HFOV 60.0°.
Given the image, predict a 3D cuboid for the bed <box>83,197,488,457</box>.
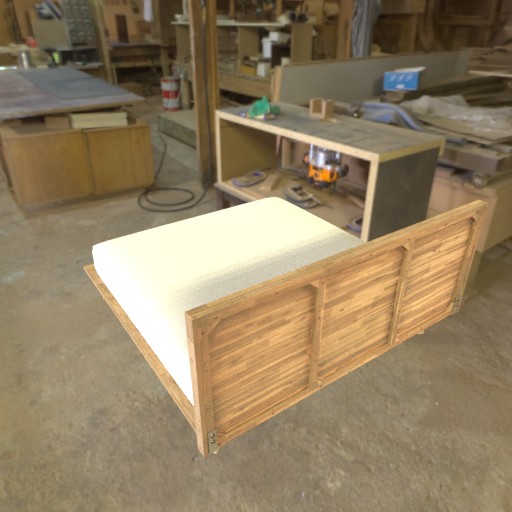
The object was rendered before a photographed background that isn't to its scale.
[{"bbox_3d":[0.000,0.000,3.341,2.116,1.100,2.167,-19,35,-30],"label":"bed"}]
